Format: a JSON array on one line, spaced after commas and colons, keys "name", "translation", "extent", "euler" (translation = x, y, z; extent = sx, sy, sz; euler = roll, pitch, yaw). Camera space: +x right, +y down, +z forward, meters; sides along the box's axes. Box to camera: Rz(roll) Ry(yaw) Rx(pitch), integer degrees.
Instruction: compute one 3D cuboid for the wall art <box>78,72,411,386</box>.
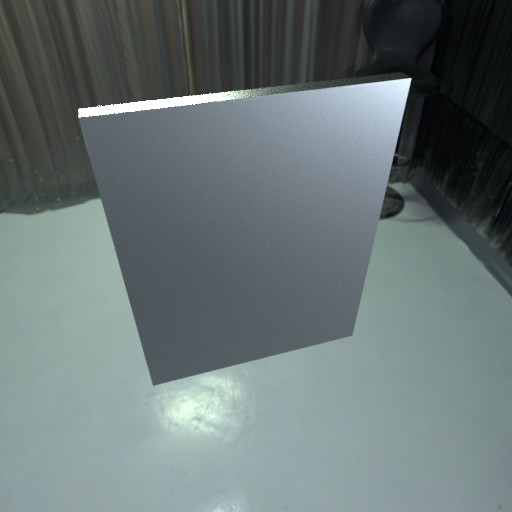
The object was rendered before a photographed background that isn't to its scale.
[{"name": "wall art", "translation": [0.000, 0.000, 0.767], "extent": [0.444, 0.569, 0.025], "euler": [-11, 43, -12]}]
